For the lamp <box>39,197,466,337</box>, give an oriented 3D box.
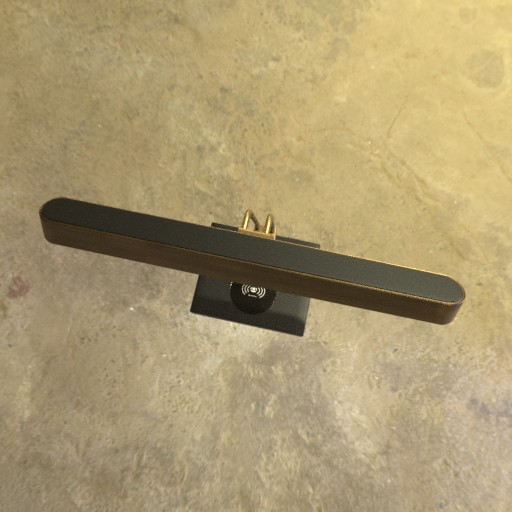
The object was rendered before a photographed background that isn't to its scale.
[{"bbox_3d":[0.000,0.000,0.581,0.412,0.345,0.156,12,77,3],"label":"lamp"}]
